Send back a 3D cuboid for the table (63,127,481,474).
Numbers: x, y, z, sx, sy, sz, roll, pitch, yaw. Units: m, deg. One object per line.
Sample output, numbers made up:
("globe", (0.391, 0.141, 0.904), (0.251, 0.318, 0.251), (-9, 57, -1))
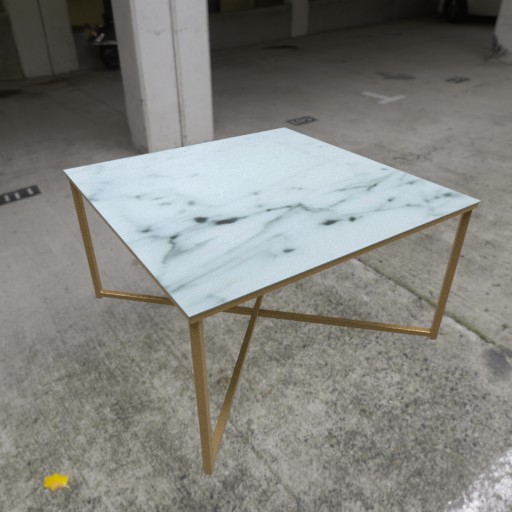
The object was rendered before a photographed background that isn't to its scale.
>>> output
("table", (0.000, 0.000, 1.301), (0.800, 0.450, 0.800), (-19, 36, -29))
